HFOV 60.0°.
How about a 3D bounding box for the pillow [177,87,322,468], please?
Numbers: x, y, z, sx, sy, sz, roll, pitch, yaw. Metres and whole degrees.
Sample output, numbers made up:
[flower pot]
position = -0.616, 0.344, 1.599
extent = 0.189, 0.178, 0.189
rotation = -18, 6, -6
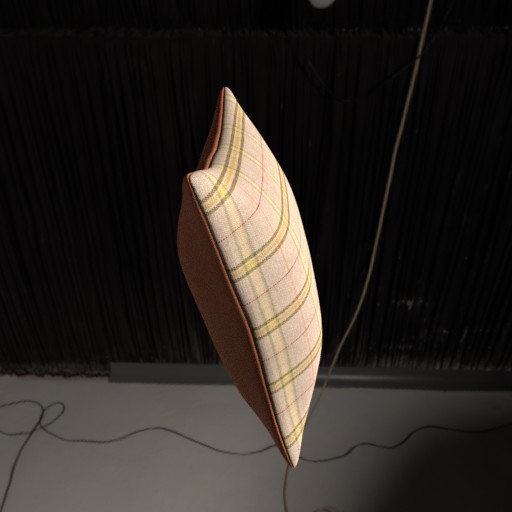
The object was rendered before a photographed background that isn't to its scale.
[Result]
[pillow]
position = 0.000, 0.000, 0.697
extent = 0.200, 0.430, 0.453
rotation = 0, 30, 1
